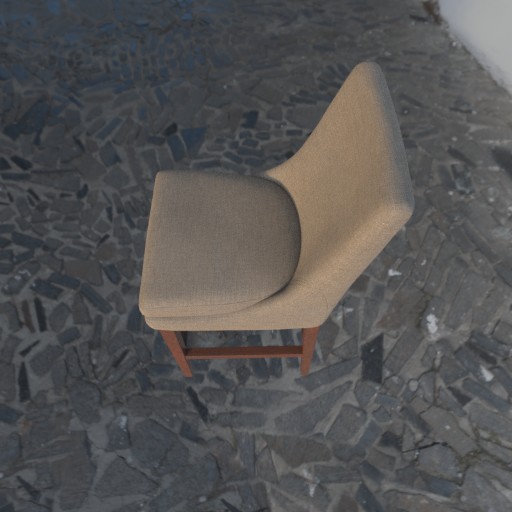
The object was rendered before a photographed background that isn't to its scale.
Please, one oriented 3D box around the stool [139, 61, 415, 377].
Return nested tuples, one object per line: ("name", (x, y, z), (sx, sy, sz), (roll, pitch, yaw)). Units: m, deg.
("stool", (0.000, 0.000, 1.273), (0.577, 0.981, 0.470), (0, 59, 0))
